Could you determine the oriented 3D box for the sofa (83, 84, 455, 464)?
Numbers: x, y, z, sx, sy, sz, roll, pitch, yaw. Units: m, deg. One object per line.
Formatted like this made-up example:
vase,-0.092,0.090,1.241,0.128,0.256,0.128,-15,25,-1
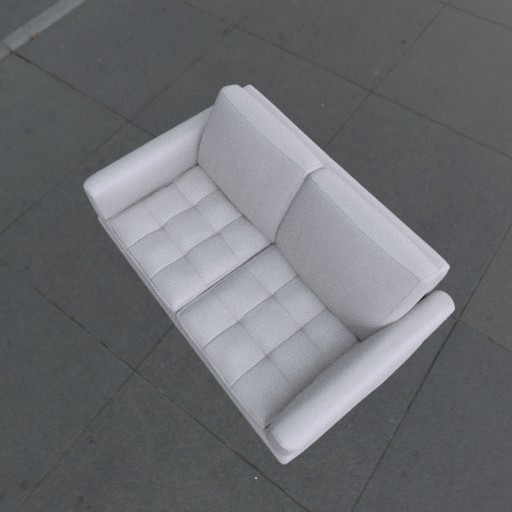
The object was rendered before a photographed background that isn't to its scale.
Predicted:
sofa,0.000,0.000,2.412,1.121,0.930,1.819,-36,69,-16
